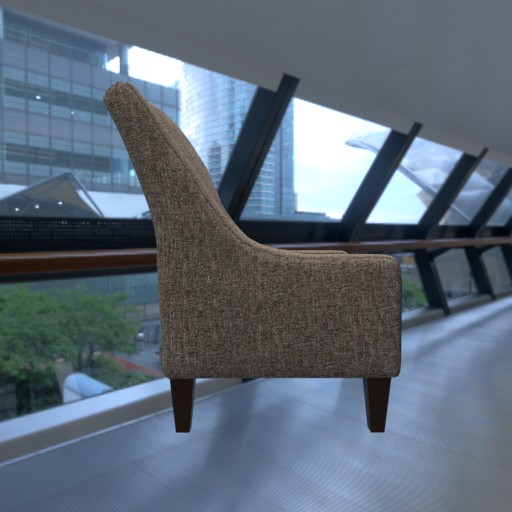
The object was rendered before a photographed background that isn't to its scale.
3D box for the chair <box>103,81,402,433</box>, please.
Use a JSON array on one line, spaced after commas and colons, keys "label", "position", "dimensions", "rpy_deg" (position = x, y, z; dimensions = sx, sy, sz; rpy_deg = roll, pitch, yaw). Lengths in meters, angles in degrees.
[{"label": "chair", "position": [0.000, 0.000, 1.631], "dimensions": [0.870, 1.014, 0.774], "rpy_deg": [0, 2, 0]}]
